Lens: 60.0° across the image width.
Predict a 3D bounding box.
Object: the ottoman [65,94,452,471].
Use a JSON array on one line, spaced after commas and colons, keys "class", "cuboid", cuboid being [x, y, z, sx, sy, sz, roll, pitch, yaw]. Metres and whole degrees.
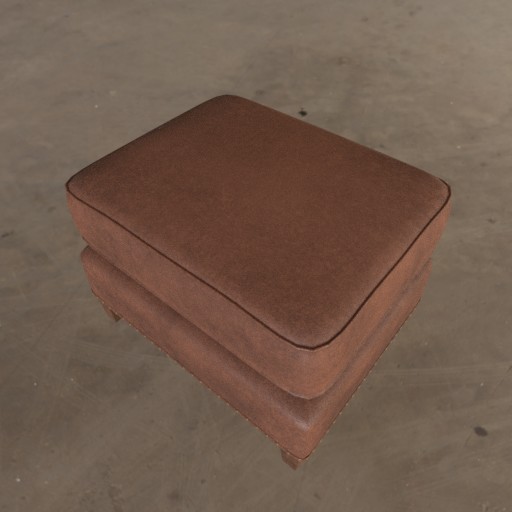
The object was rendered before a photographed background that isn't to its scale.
[{"class": "ottoman", "cuboid": [0.000, 0.000, 1.127, 0.738, 0.537, 0.589, 31, 54, 26]}]
